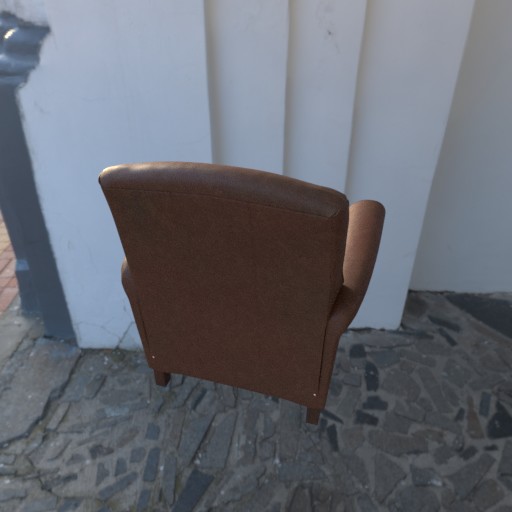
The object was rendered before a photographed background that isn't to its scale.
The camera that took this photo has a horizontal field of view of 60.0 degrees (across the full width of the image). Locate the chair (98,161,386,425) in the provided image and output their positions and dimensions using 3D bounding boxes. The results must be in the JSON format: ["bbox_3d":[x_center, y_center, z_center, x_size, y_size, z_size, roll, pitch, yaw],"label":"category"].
[{"bbox_3d":[0.000,0.000,1.834,0.978,1.061,0.902,9,33,14],"label":"chair"}]
